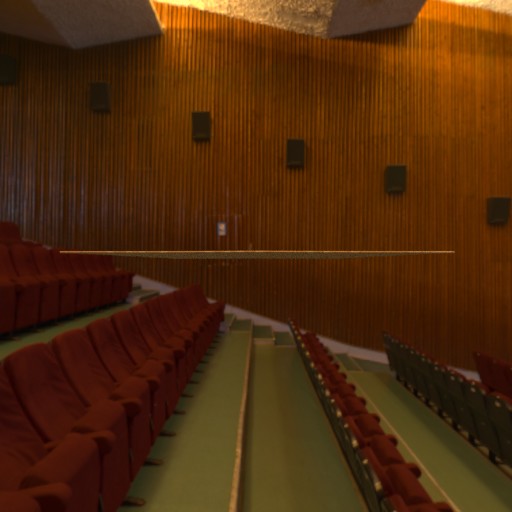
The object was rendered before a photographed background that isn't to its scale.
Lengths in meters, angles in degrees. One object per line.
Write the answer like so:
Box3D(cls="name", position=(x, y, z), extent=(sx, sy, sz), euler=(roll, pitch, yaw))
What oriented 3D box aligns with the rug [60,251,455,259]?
Box3D(cls="rug", position=(0.000, 0.000, 2.133), extent=(1.146, 0.010, 1.745), euler=(0, -1, 0))
